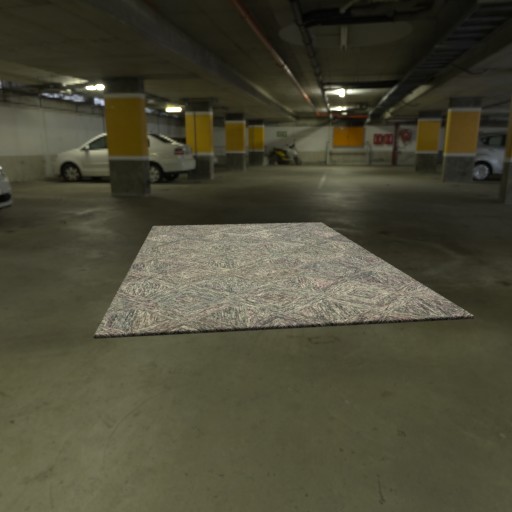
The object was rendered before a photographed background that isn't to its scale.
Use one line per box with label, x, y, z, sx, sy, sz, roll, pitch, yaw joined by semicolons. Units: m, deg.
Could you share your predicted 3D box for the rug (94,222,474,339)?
rug;0.000;0.000;2.822;1.501;0.017;2.298;-2;14;-7
